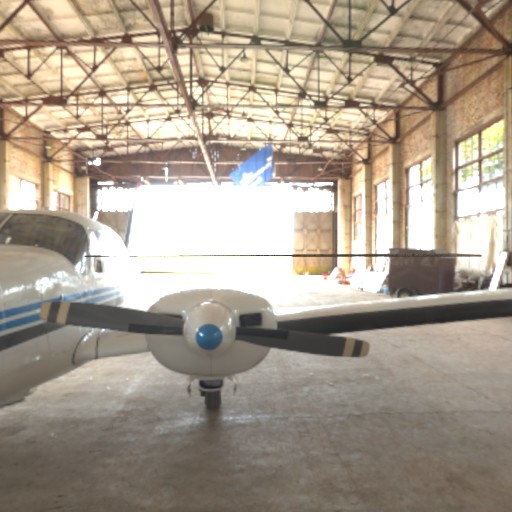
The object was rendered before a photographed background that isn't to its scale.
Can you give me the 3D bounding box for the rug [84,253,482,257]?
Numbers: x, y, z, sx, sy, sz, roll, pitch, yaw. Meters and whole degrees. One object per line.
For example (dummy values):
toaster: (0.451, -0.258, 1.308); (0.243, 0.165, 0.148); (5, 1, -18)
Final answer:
rug: (0.000, 0.000, 2.786); (2.452, 0.012, 0.775); (0, 0, 35)
